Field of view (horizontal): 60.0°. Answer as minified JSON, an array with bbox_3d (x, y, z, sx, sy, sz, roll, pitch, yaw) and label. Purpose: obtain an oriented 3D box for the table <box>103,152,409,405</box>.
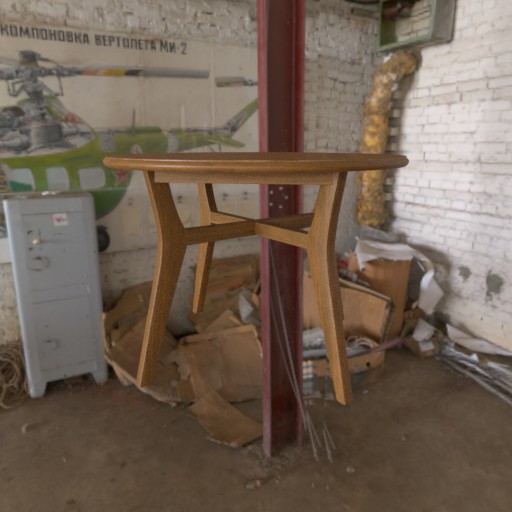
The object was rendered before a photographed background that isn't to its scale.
[{"bbox_3d":[0.000,0.000,1.701,1.055,0.757,1.055,0,14,0],"label":"table"}]
